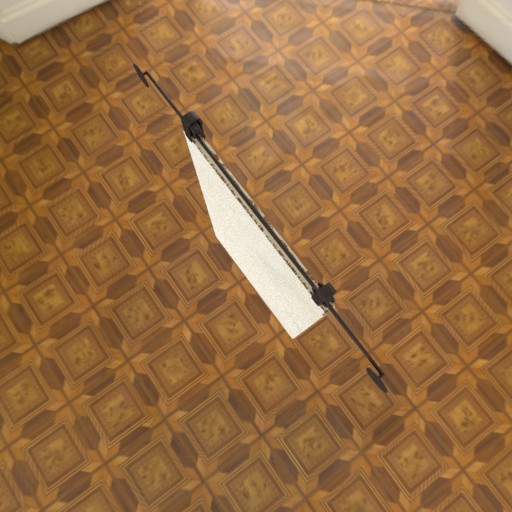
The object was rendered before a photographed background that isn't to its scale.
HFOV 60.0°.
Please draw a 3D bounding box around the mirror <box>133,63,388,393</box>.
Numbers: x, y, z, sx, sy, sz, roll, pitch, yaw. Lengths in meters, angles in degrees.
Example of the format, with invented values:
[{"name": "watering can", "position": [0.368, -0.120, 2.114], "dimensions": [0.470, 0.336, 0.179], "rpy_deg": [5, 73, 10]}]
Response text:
[{"name": "mirror", "position": [0.000, 0.000, 1.205], "dimensions": [0.037, 0.844, 0.808], "rpy_deg": [-36, 79, -8]}]
